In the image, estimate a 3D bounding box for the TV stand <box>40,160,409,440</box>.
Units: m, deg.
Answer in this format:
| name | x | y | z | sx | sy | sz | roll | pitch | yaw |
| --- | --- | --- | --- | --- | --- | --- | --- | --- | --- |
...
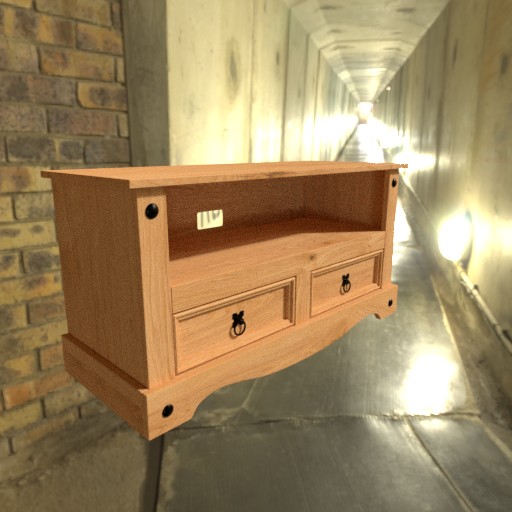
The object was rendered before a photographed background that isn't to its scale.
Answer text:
| name | x | y | z | sx | sy | sz | roll | pitch | yaw |
| --- | --- | --- | --- | --- | --- | --- | --- | --- | --- |
| TV stand | 0.000 | 0.000 | 1.388 | 1.080 | 0.550 | 0.440 | -14 | 19 | -43 |
